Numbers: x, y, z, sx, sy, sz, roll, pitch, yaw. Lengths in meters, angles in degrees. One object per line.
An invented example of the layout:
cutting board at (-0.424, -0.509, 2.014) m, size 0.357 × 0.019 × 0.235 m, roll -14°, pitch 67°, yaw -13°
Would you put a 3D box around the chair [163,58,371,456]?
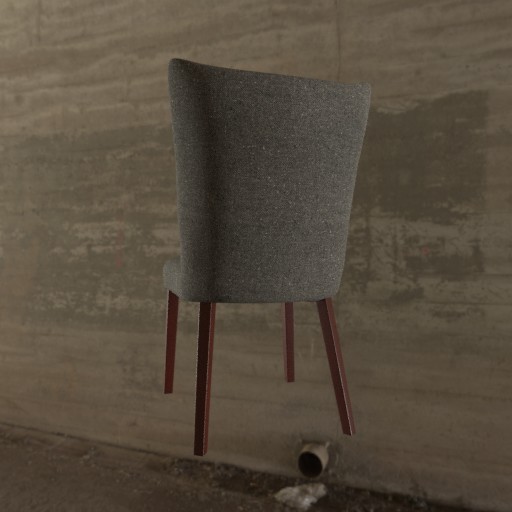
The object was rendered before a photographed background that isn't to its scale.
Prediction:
chair at (0.000, 0.000, 1.278) m, size 0.535 × 0.924 × 0.623 m, roll 0°, pitch 0°, yaw -17°
